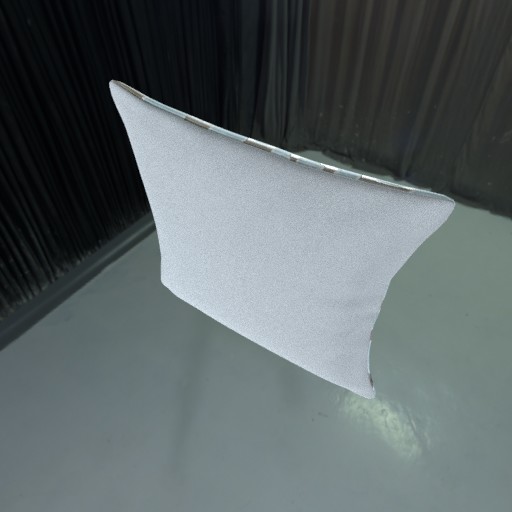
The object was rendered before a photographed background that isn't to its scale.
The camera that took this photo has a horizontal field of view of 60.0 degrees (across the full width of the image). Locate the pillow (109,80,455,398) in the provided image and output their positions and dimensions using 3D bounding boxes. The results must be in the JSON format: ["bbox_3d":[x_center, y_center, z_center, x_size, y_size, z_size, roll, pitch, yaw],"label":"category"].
[{"bbox_3d":[0.000,0.000,0.791,0.552,0.508,0.166,25,52,22],"label":"pillow"}]
